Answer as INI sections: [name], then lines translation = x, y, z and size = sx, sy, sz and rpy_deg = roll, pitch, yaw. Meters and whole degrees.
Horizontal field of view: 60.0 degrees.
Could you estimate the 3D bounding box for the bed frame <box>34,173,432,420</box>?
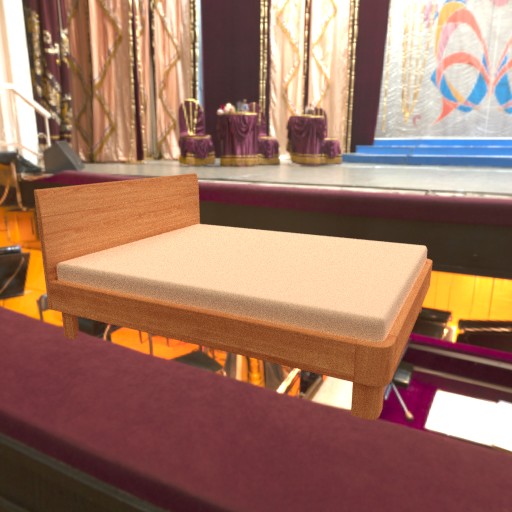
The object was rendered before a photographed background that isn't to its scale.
[bed frame]
translation = 0.000, 0.000, 2.983
size = 2.092, 0.940, 1.660
rpy_deg = 7, 16, 26
